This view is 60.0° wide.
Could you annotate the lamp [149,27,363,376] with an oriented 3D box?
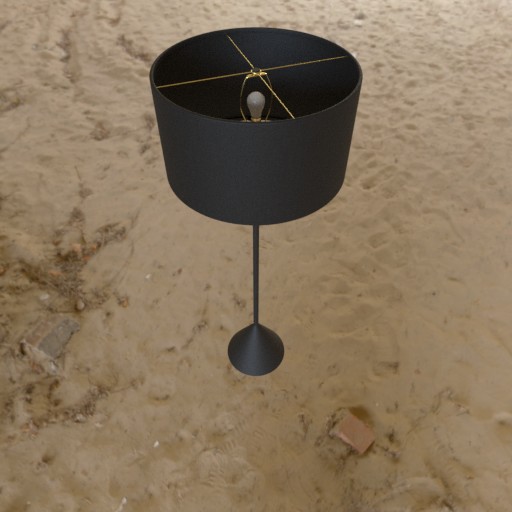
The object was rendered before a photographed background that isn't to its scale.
[{"bbox_3d":[0.000,0.000,1.776,0.580,1.526,0.580,-15,49,-13],"label":"lamp"}]
